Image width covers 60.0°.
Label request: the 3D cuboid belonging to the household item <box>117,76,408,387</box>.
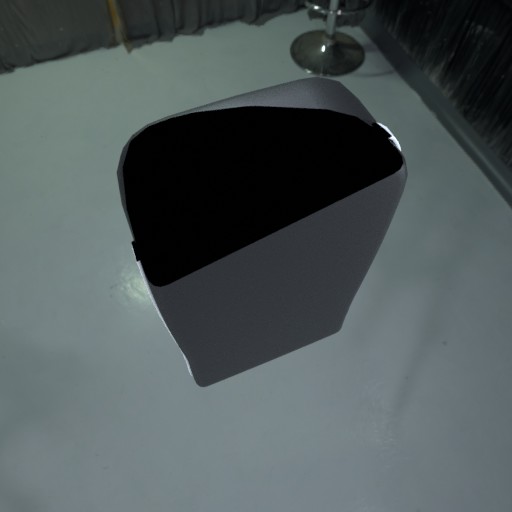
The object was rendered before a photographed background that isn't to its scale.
[{"bbox_3d":[0.000,0.000,0.145,0.070,0.114,0.038,-20,61,-12],"label":"household item"}]
